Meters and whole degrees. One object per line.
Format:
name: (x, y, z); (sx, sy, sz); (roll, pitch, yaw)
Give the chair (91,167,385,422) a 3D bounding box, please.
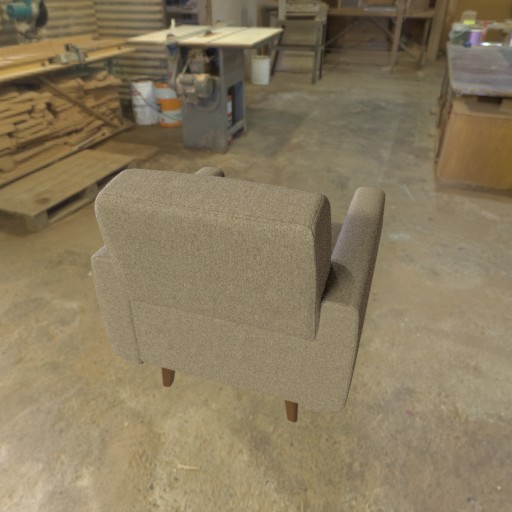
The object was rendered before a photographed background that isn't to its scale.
chair: (0.000, 0.000, 1.609); (0.831, 0.839, 0.907); (10, 33, 16)
